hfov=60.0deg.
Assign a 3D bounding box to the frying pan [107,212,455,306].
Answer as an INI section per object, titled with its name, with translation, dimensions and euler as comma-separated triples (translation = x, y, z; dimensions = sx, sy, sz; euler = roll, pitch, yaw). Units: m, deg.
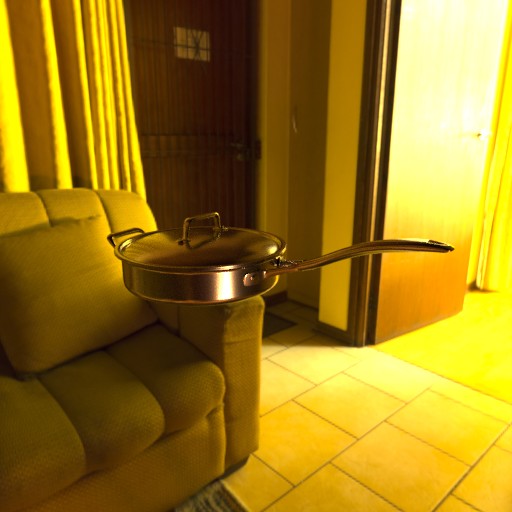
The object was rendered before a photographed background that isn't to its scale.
[frying pan]
translation = 0.000, 0.000, 0.691
dimensions = 0.561, 0.114, 0.280
euler = 8, 17, 27
